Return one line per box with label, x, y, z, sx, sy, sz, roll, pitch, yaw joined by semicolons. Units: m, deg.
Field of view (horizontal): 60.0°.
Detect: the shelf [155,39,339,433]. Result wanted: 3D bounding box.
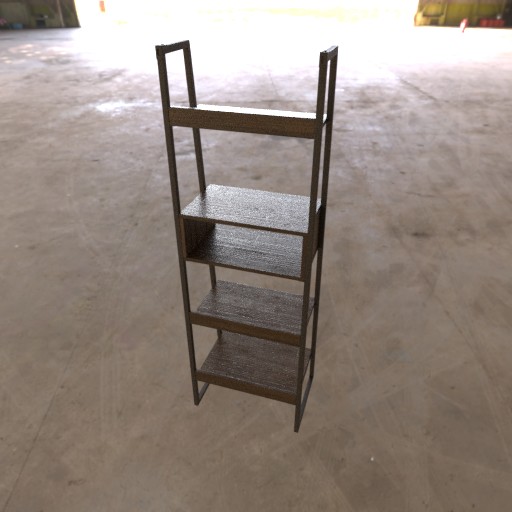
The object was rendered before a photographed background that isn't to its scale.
shelf;0.000;0.000;2.285;0.652;2.005;0.454;10;33;15
